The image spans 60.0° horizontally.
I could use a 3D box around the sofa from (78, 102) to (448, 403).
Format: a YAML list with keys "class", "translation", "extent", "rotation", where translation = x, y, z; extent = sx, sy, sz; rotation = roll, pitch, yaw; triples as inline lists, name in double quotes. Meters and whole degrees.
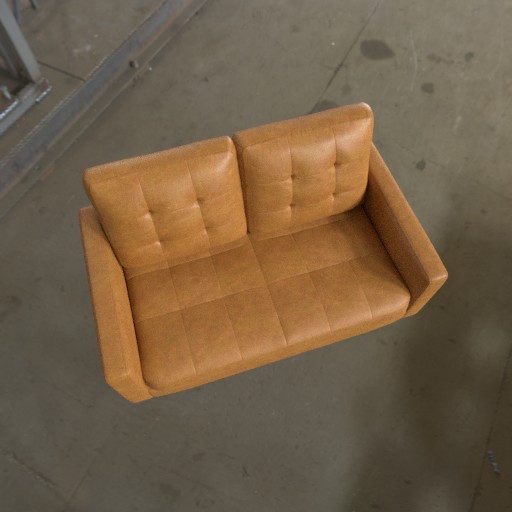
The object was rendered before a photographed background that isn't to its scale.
- class: "sofa"
  translation: [0.000, 0.000, 1.995]
  extent: [1.430, 0.898, 0.868]
  rotation: [-16, 63, -8]
